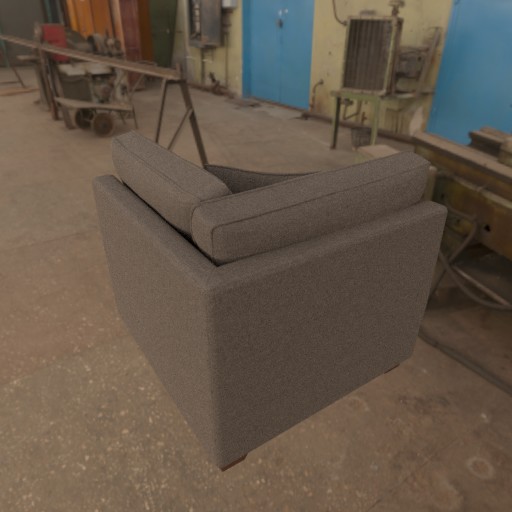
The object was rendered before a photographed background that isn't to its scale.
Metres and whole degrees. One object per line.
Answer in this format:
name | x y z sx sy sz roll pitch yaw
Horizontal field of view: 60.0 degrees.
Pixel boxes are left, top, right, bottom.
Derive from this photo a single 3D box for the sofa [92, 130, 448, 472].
sofa | 0.000 0.000 2.013 1.084 1.002 1.146 -18 34 -29
